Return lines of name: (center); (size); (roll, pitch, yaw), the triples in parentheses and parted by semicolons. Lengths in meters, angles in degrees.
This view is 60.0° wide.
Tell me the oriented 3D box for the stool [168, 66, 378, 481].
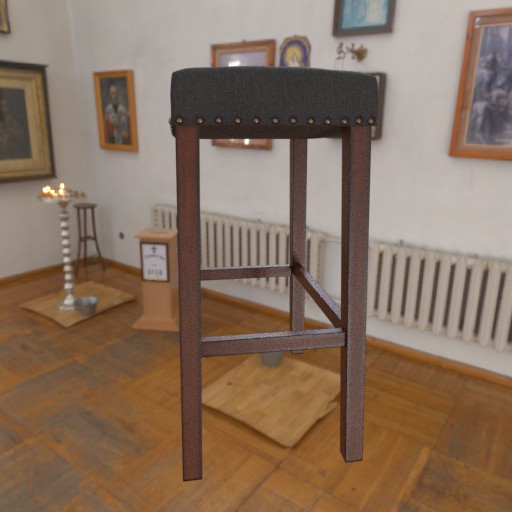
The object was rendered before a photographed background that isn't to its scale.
stool: (0.000, 0.000, 1.025); (0.366, 0.760, 0.502); (-2, 16, -9)
